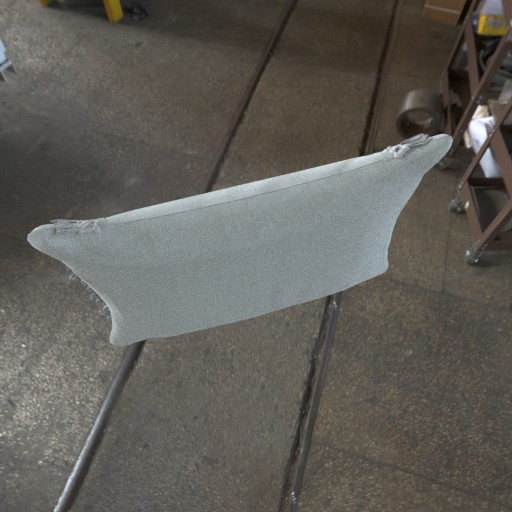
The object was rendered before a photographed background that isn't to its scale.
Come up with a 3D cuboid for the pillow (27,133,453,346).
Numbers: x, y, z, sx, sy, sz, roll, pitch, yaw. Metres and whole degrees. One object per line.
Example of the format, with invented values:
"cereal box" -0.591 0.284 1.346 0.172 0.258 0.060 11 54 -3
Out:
"pillow" 0.000 0.000 0.588 0.466 0.305 0.084 -15 59 -9
